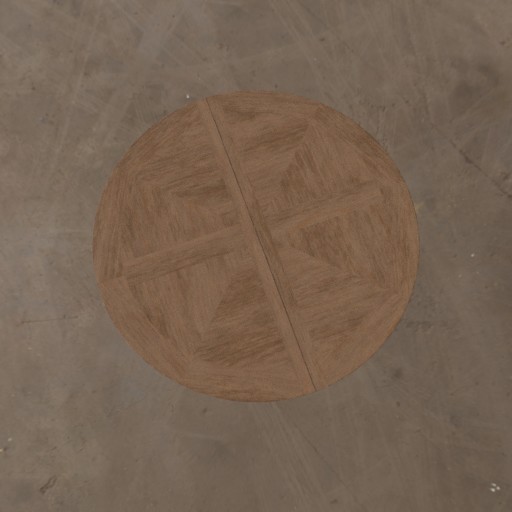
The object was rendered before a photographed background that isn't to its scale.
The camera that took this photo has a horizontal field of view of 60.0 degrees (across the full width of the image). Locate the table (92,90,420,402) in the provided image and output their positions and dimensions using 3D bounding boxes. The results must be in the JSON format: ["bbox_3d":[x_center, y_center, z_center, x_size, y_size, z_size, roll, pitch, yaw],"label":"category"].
[{"bbox_3d":[0.000,0.000,2.162,1.319,0.762,1.319,0,75,0],"label":"table"}]
